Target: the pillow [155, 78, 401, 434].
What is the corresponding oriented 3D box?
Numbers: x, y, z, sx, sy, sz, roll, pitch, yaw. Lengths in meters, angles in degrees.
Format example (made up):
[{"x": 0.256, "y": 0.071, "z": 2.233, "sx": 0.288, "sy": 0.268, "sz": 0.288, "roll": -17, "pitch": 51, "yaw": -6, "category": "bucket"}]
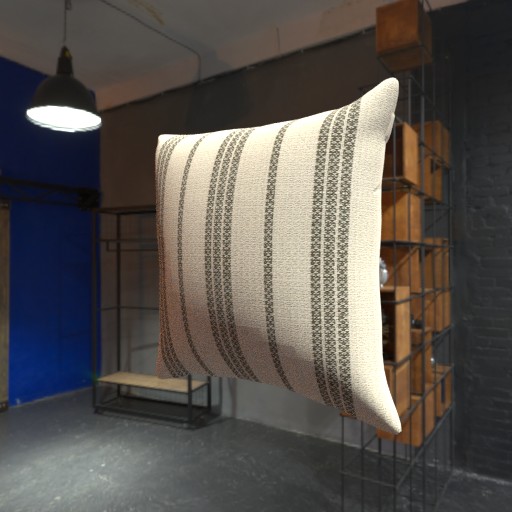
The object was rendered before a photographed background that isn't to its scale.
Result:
[{"x": 0.000, "y": 0.000, "z": 0.622, "sx": 0.405, "sy": 0.406, "sz": 0.173, "roll": 0, "pitch": -1, "yaw": 36, "category": "pillow"}]
